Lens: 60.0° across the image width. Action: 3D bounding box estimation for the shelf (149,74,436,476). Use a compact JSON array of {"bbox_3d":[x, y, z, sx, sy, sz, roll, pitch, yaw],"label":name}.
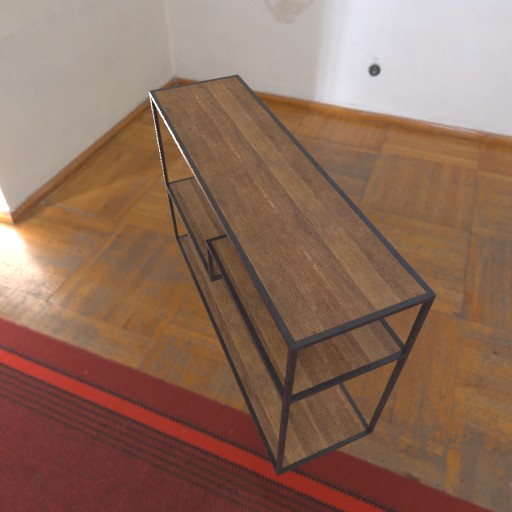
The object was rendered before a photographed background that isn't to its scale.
[{"bbox_3d":[0.000,0.000,1.587,0.361,0.765,1.201,-17,49,-16],"label":"shelf"}]
